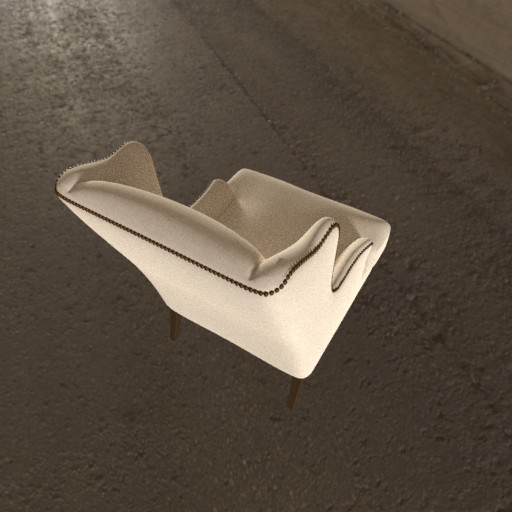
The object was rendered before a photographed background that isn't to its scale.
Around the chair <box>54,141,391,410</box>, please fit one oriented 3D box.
[{"bbox_3d":[0.000,0.000,1.630,0.737,1.029,0.940,25,52,21],"label":"chair"}]
